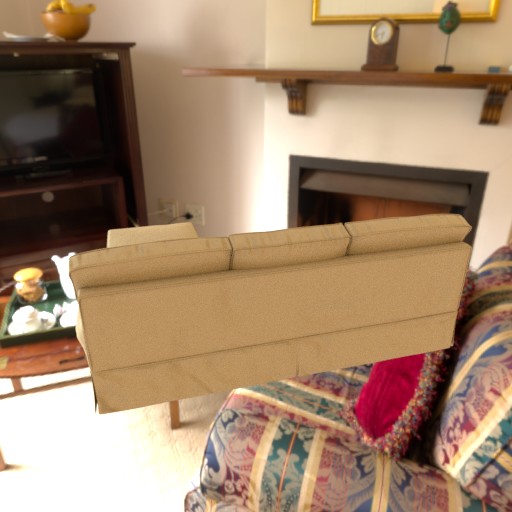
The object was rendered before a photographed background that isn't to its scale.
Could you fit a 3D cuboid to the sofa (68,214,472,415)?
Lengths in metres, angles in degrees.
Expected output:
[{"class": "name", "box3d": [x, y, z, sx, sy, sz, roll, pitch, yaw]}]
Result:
[{"class": "sofa", "box3d": [0.000, 0.000, 3.385, 2.475, 0.978, 1.733, -7, 25, -14]}]
